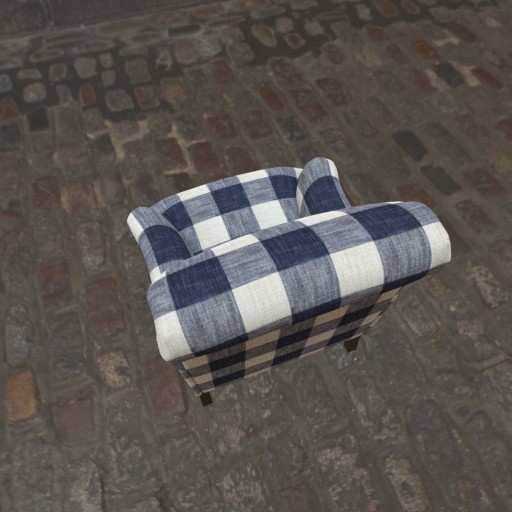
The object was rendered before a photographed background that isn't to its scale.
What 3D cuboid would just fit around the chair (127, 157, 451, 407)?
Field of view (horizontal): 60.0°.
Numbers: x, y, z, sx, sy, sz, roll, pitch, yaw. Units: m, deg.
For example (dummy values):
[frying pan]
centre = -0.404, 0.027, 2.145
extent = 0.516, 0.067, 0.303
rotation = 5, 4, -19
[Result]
[chair]
centre = 0.000, 0.000, 1.579
extent = 0.781, 0.953, 0.848
rotation = -18, 60, -11
